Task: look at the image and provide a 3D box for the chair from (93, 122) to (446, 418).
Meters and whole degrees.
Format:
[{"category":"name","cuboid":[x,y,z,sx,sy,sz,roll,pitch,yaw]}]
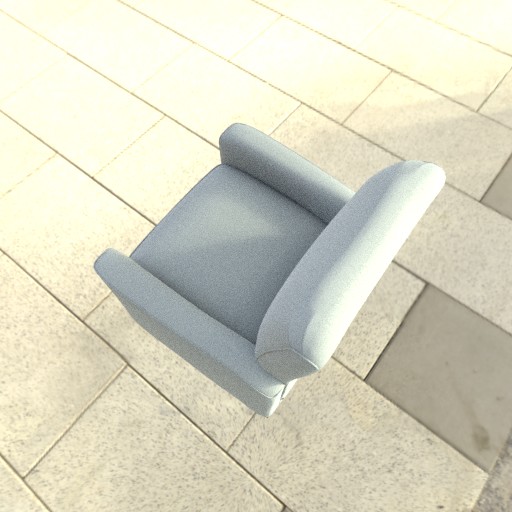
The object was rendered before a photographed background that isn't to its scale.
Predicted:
[{"category":"chair","cuboid":[0.000,0.000,1.627,0.846,1.007,0.853,33,68,15]}]
